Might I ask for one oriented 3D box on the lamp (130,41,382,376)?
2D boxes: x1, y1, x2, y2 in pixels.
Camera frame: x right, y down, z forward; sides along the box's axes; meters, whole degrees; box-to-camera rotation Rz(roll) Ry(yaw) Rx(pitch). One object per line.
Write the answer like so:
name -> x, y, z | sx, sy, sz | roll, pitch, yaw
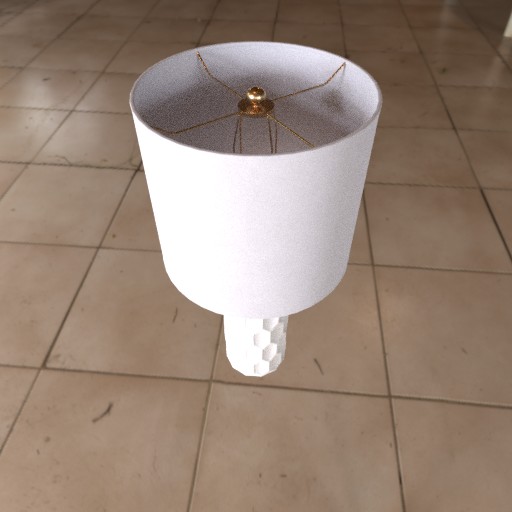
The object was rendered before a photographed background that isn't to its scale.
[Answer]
lamp -> 0.000, 0.000, 0.685 | 0.277, 0.537, 0.277 | 3, 46, 3
